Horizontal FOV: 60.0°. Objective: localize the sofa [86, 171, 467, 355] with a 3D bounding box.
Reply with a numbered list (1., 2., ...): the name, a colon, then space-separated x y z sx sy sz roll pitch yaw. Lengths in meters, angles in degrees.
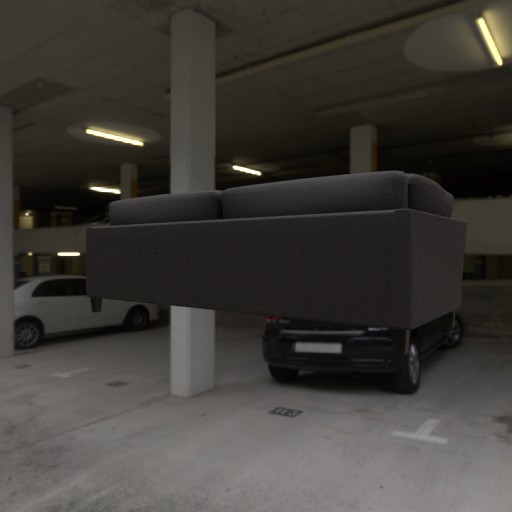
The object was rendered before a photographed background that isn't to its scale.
1. sofa: 0.000 0.000 2.826 2.312 0.792 0.969 0 1 36
